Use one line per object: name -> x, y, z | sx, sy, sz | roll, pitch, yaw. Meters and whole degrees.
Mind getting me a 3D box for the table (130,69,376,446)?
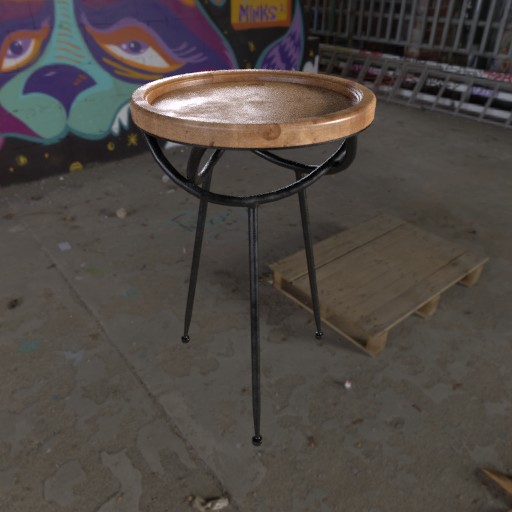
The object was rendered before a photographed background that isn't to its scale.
table -> 0.000, 0.000, 0.929 | 0.418, 0.664, 0.414 | -10, 34, -16
